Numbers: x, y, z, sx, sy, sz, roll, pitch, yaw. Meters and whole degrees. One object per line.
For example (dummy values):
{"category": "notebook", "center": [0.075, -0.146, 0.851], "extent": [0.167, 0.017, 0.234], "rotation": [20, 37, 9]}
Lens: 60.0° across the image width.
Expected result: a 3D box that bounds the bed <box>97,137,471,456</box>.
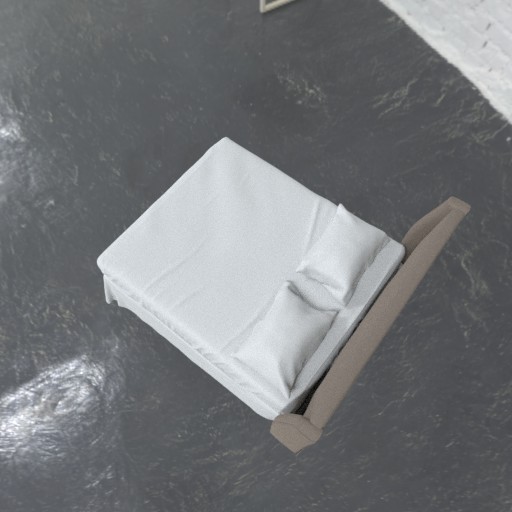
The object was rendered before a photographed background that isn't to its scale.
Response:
{"category": "bed", "center": [0.000, 0.000, 3.563], "extent": [2.276, 1.332, 1.925], "rotation": [35, 68, 16]}
